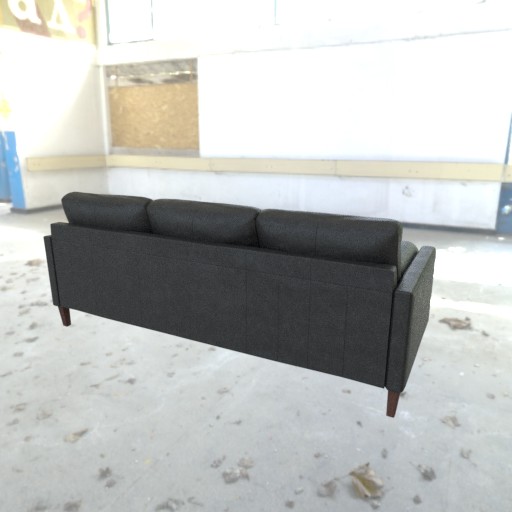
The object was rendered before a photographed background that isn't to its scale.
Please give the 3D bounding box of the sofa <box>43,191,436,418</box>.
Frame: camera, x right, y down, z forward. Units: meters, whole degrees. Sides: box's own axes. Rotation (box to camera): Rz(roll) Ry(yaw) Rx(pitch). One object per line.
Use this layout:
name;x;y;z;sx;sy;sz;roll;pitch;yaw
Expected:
sofa;0.000;0.000;2.906;2.178;0.876;1.497;8;18;26
